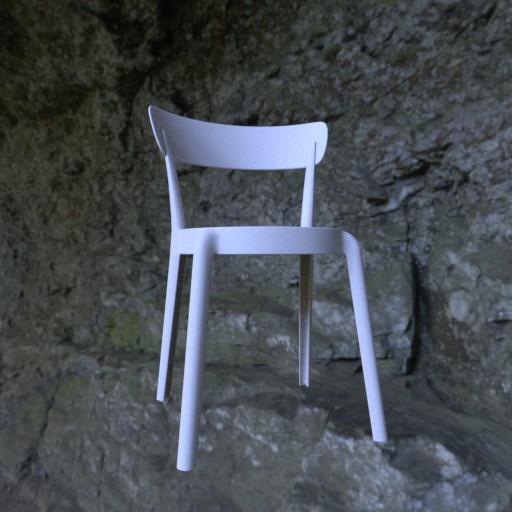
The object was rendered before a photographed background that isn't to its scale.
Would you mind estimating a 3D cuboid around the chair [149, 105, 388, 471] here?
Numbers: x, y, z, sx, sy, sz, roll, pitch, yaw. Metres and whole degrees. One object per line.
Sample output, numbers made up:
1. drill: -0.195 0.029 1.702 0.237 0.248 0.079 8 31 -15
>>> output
1. chair: 0.000 0.000 1.107 0.506 0.790 0.491 0 1 -17
